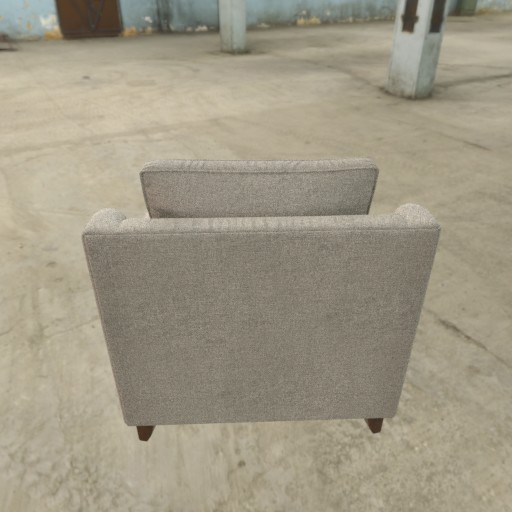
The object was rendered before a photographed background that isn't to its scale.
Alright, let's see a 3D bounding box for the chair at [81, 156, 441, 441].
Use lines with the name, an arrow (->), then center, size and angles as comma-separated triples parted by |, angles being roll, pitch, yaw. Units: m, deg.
chair -> 0.000, 0.000, 1.558 | 0.838, 0.864, 0.918 | -1, 31, -2
